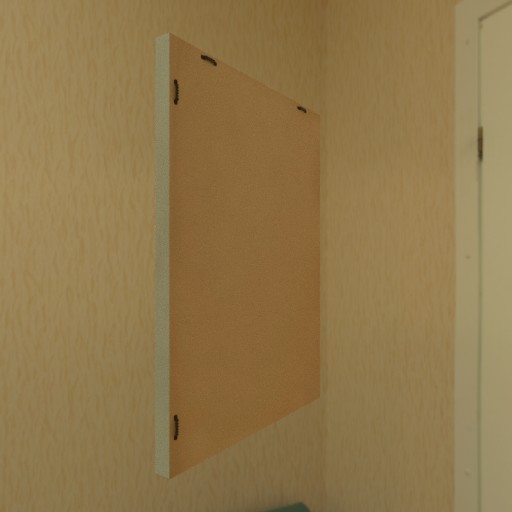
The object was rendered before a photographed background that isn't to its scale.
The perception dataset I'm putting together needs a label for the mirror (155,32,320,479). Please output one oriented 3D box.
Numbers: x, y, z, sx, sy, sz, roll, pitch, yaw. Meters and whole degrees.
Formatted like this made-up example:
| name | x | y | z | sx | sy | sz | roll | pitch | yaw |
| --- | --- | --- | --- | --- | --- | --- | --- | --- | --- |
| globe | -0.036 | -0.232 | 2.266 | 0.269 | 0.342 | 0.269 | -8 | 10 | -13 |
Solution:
| name | x | y | z | sx | sy | sz | roll | pitch | yaw |
| --- | --- | --- | --- | --- | --- | --- | --- | --- | --- |
| mirror | 0.000 | 0.000 | 0.917 | 0.039 | 0.710 | 0.507 | 0 | 0 | 36 |
